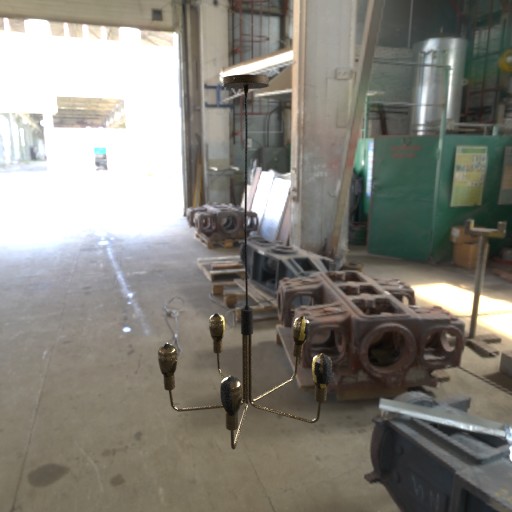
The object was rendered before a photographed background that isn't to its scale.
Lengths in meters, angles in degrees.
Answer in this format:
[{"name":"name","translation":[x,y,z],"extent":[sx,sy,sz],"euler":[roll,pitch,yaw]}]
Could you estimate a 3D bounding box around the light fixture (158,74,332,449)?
[{"name":"light fixture","translation":[0.000,0.000,1.408],"extent":[0.532,1.059,0.588],"euler":[7,15,26]}]
